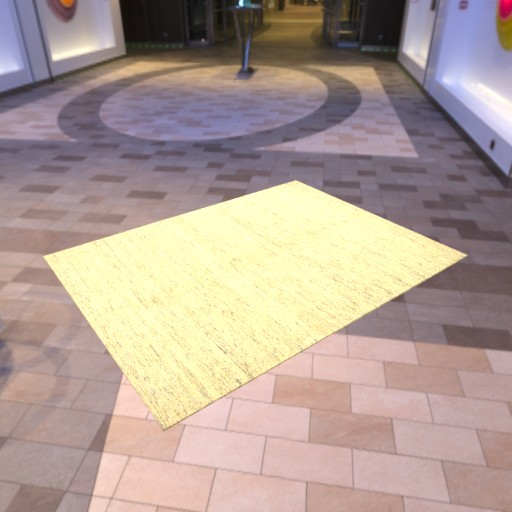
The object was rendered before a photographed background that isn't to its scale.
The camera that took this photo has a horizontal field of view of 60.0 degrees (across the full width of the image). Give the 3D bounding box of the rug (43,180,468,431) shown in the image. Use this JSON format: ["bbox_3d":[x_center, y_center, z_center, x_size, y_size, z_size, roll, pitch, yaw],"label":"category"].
[{"bbox_3d":[0.000,0.000,4.195,3.201,0.014,2.437,-22,37,-31],"label":"rug"}]
